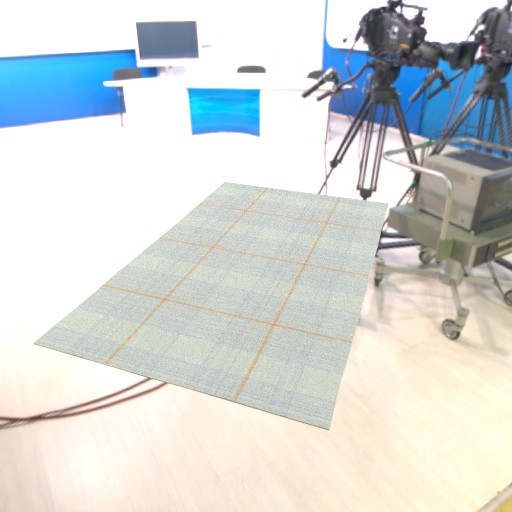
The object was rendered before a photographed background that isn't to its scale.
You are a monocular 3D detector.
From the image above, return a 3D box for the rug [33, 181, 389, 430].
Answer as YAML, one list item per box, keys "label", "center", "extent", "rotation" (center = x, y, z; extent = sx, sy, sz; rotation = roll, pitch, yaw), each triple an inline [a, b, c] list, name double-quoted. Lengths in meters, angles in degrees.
- label: "rug"
  center: [0.000, 0.000, 3.019]
  extent: [1.527, 0.016, 2.442]
  rotation: [10, 32, 17]
